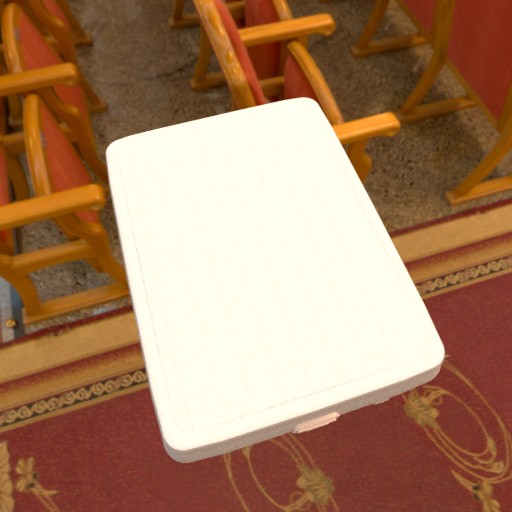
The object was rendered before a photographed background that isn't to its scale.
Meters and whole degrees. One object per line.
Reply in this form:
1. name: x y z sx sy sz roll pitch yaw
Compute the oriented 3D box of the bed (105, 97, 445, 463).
1. bed: 0.000 0.000 2.669 1.520 0.460 2.036 -16 64 -8
